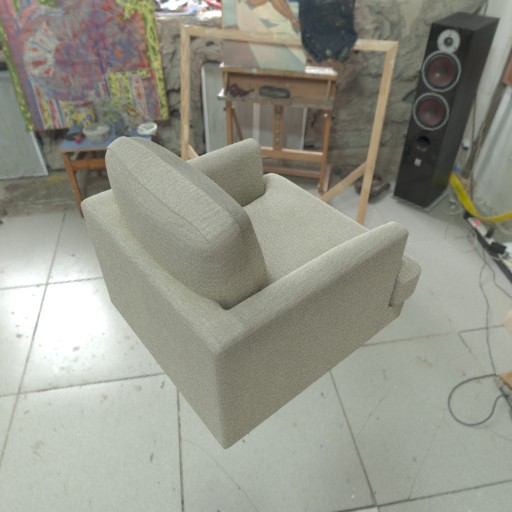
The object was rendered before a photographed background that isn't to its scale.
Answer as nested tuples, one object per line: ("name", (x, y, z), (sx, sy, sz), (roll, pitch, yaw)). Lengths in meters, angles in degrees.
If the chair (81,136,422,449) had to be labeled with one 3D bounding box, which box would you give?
("chair", (0.000, 0.000, 1.628), (0.899, 0.957, 0.858), (-28, 49, -28))
